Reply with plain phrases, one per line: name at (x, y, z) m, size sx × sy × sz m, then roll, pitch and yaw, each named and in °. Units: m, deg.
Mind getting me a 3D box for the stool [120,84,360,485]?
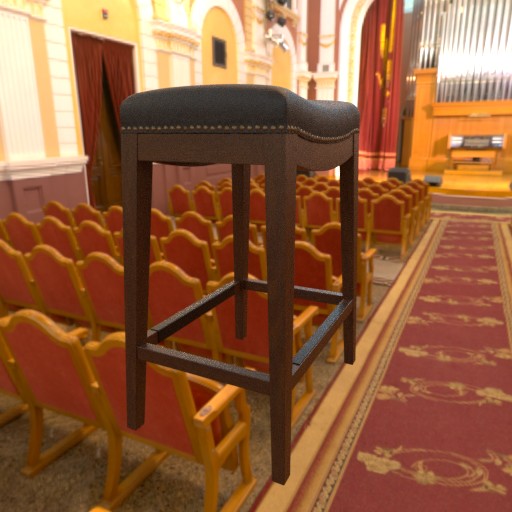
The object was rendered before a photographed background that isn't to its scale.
stool at (0.000, 0.000, 0.966) m, size 0.353 × 0.664 × 0.490 m, roll 8°, pitch 17°, yaw 25°
